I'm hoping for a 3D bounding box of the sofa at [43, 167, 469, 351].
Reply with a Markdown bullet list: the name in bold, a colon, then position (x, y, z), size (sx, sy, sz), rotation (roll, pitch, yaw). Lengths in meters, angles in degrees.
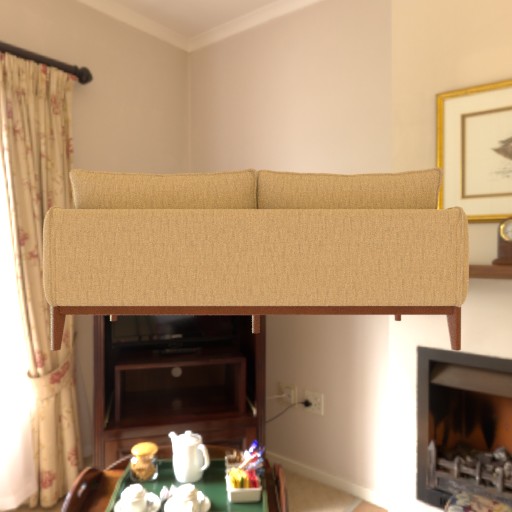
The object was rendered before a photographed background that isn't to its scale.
- **sofa**: position (0.000, 0.000, 2.492), size (1.989, 0.860, 0.991), rotation (0, 1, 0)
